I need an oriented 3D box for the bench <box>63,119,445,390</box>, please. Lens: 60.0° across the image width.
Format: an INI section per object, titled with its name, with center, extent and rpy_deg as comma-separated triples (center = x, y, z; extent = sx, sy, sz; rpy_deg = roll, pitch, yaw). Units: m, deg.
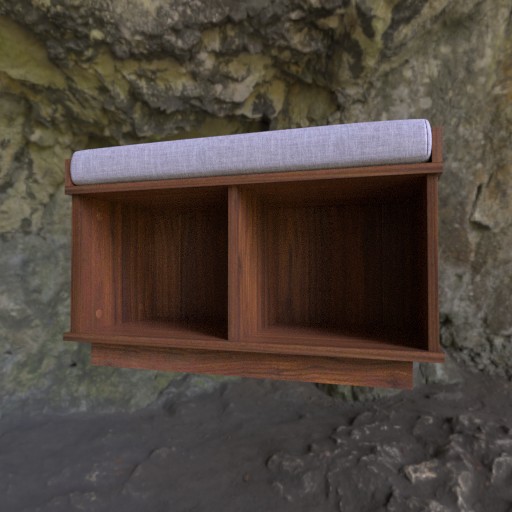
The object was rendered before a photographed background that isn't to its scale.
[bench]
center = 0.000, 0.000, 0.979
extent = 0.734, 0.461, 0.362
rpy_deg = 0, -2, 17
